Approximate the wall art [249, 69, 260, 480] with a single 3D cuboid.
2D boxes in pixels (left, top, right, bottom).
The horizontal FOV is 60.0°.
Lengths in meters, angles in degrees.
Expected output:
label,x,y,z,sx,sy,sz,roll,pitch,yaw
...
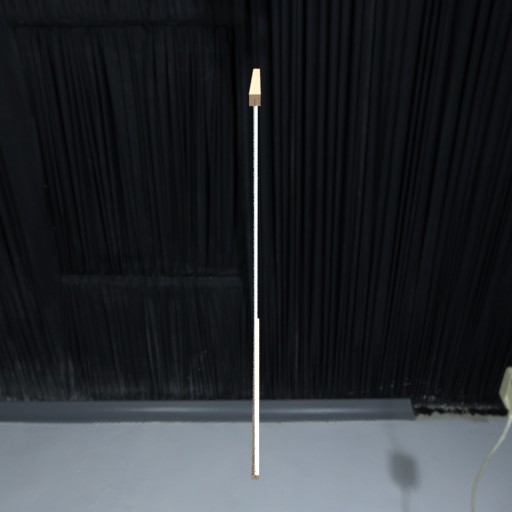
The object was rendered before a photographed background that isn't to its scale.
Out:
label,x,y,z,sx,sy,sz,roll,pitch,yaw
wall art,0.000,0.000,0.813,0.012,0.608,0.459,0,26,0
